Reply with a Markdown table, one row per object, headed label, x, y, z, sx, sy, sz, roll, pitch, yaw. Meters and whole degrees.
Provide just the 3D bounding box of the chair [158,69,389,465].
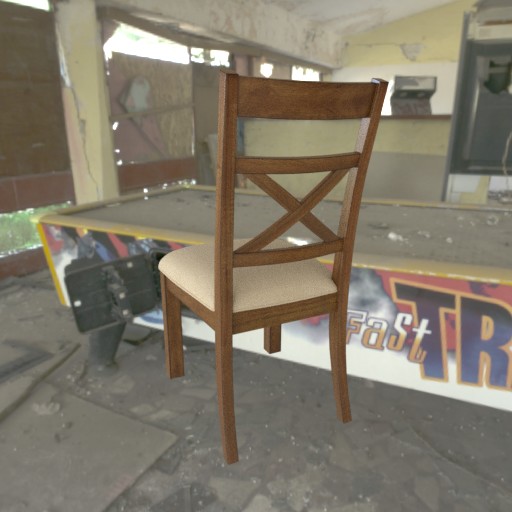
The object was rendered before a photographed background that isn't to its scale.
| label | x | y | z | sx | sy | sz | roll | pitch | yaw |
| --- | --- | --- | --- | --- | --- | --- | --- | --- | --- |
| chair | 0.000 | 0.000 | 1.303 | 0.461 | 0.949 | 0.581 | -8 | 18 | -25 |
